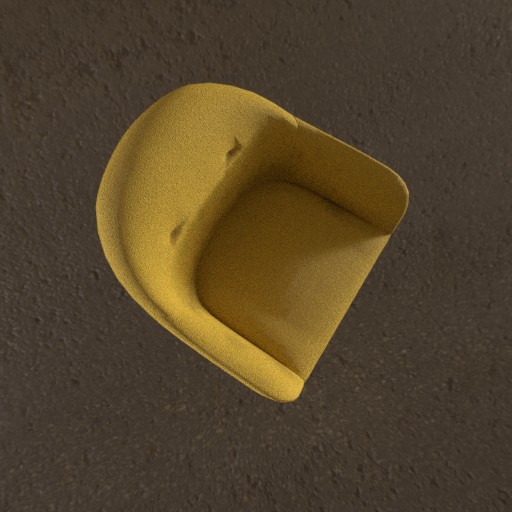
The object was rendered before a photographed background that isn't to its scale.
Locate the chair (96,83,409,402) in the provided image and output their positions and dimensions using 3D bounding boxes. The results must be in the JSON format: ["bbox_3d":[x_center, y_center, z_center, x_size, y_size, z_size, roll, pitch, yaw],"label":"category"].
[{"bbox_3d":[0.000,0.000,1.144,0.565,0.775,0.545,32,79,7],"label":"chair"}]
